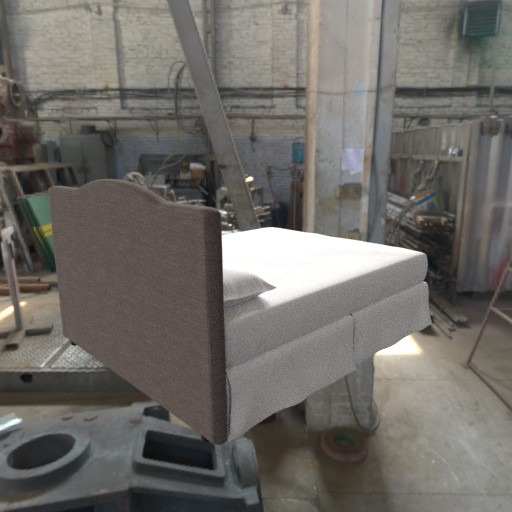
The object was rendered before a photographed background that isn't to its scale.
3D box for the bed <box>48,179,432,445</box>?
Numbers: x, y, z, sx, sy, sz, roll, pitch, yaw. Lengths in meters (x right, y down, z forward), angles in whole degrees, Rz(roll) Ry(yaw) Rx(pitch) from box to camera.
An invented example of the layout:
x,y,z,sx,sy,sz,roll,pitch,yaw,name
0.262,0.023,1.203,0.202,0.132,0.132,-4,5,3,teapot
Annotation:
x,y,z,sx,sy,sz,roll,pitch,yaw,name
0.000,0.000,3.915,2.689,1.457,2.161,-13,19,-43,bed
